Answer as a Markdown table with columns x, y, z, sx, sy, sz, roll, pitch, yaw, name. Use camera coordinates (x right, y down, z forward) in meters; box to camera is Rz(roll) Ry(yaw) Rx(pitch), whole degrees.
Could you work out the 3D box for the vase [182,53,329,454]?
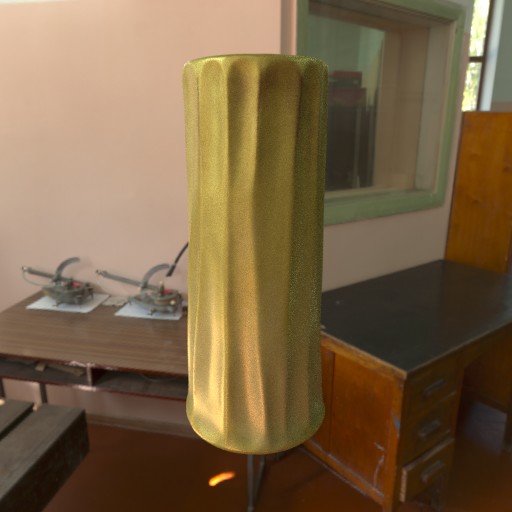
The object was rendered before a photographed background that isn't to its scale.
| x | y | z | sx | sy | sz | roll | pitch | yaw | name |
| --- | --- | --- | --- | --- | --- | --- | --- | --- | --- |
| 0.000 | 0.000 | 0.179 | 0.061 | 0.143 | 0.061 | 0 | 16 | 0 | vase |
